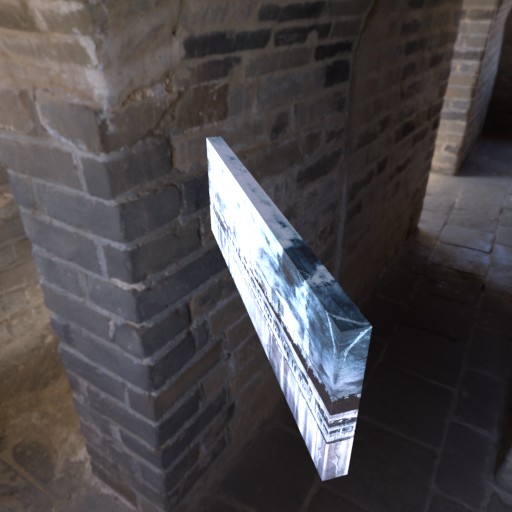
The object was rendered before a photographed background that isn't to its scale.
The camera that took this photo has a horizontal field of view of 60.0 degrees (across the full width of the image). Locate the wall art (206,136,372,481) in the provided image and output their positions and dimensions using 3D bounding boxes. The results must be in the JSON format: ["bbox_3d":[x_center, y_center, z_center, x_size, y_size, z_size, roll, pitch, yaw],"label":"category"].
[{"bbox_3d":[0.000,0.000,0.836,0.037,0.251,0.759,-8,31,-14],"label":"wall art"}]
